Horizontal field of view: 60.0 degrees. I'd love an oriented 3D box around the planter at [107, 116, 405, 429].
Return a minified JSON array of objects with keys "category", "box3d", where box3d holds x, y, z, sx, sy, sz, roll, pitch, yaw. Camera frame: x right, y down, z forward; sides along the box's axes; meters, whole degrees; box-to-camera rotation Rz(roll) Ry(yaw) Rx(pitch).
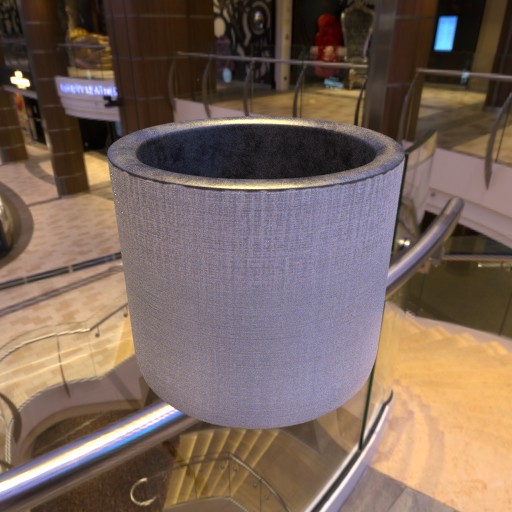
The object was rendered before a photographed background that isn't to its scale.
[{"category":"planter","box3d":[0.000,0.000,0.216,0.125,0.112,0.125,0,27,0]}]
